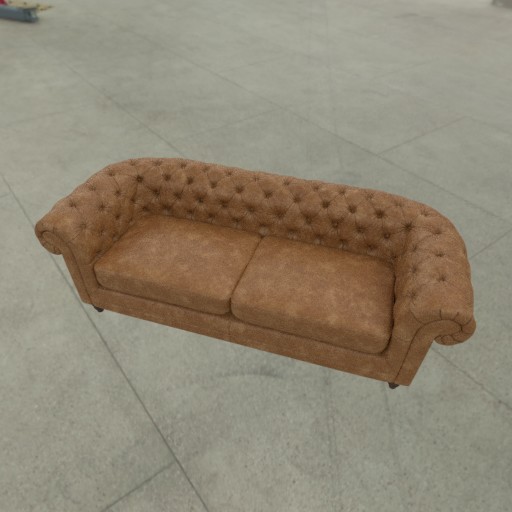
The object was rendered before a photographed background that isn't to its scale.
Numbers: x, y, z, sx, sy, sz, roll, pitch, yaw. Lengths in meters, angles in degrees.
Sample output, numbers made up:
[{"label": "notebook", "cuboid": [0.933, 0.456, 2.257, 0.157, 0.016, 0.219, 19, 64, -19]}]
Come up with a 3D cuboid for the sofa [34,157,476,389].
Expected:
[{"label": "sofa", "cuboid": [0.000, 0.000, 2.751, 2.365, 0.760, 0.989, 12, 42, 13]}]
